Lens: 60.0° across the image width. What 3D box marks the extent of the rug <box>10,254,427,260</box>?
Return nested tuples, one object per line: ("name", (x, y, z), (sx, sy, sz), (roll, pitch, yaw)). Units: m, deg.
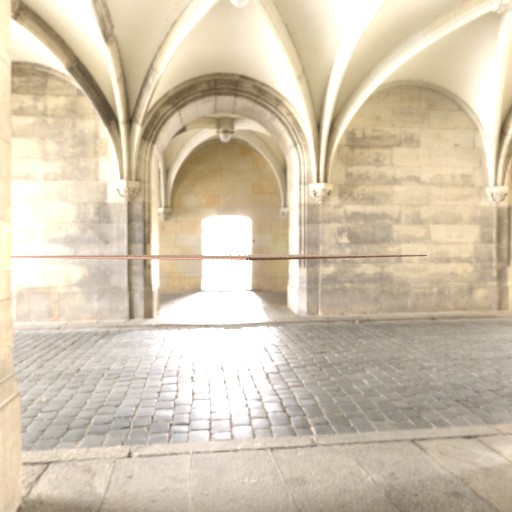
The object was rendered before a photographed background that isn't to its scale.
("rug", (0.000, 0.000, 2.237), (1.219, 0.008, 1.829), (0, 1, 35))
